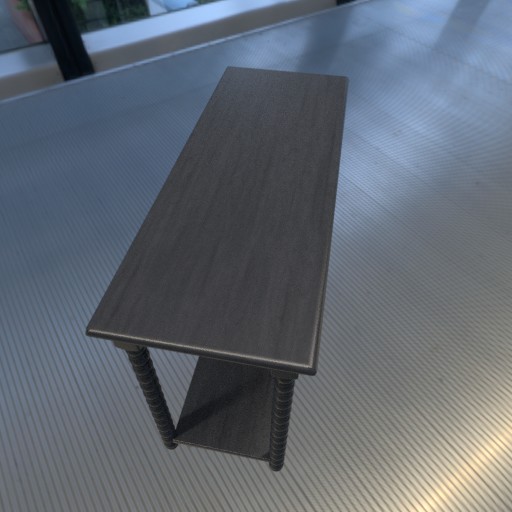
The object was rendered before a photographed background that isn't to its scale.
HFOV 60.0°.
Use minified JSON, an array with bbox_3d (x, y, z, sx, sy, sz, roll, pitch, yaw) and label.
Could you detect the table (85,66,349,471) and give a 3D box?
[{"bbox_3d":[0.000,0.000,1.494,0.459,0.735,1.184,8,48,8],"label":"table"}]
